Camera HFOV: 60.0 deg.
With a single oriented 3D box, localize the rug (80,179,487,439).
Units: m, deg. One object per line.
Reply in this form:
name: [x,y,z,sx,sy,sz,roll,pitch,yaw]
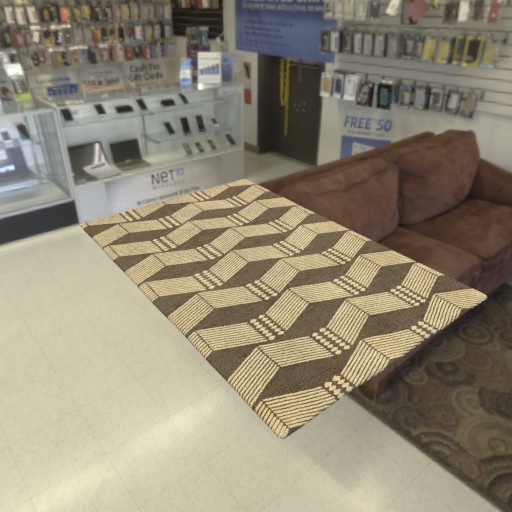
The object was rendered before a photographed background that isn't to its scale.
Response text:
rug: [0.000,0.000,2.286,1.210,0.016,1.833,-21,37,-32]
